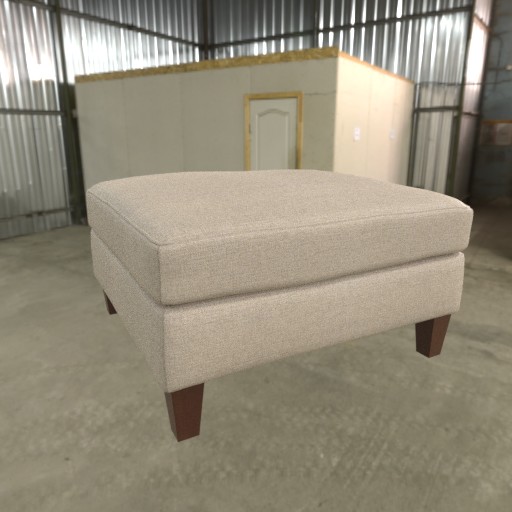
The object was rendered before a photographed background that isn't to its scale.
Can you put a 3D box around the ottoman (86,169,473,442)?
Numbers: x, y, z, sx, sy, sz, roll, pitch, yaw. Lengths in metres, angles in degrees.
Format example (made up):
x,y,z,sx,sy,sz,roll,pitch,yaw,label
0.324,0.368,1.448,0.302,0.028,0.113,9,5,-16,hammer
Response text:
x,y,z,sx,sy,sz,roll,pitch,yaw,label
0.000,0.000,1.325,0.838,0.481,0.838,-8,18,-27,ottoman
